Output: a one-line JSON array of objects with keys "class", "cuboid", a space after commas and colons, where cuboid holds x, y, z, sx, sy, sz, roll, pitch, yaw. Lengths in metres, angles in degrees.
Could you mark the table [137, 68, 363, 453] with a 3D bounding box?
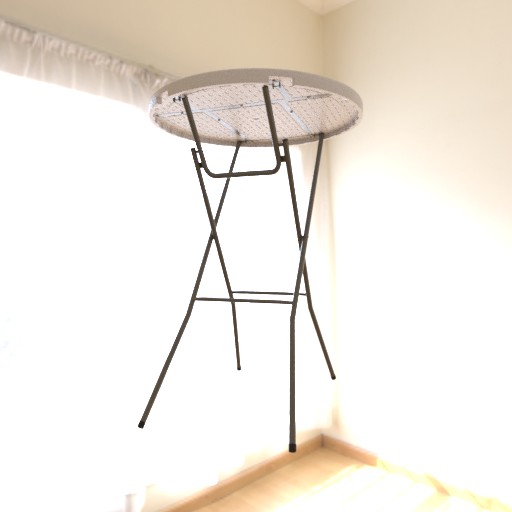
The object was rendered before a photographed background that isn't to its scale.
[{"class": "table", "cuboid": [0.000, 0.000, 1.691, 0.792, 1.105, 0.795, 0, 0, 20]}]
